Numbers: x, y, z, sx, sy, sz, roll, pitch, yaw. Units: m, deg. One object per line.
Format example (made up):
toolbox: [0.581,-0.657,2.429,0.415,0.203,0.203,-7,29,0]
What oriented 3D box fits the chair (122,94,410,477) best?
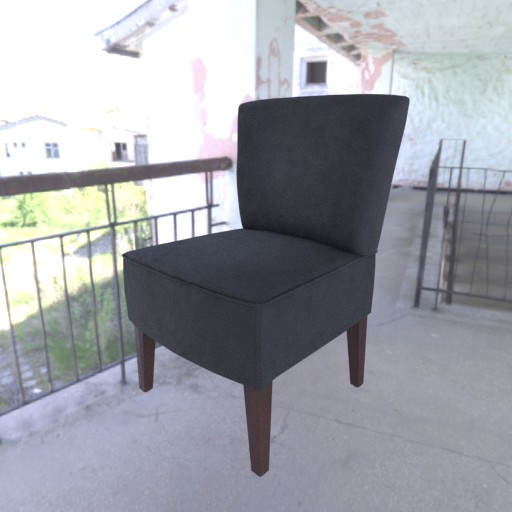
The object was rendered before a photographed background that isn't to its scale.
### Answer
chair: [0.000,0.000,1.154,0.521,0.806,0.554,15,22,42]
